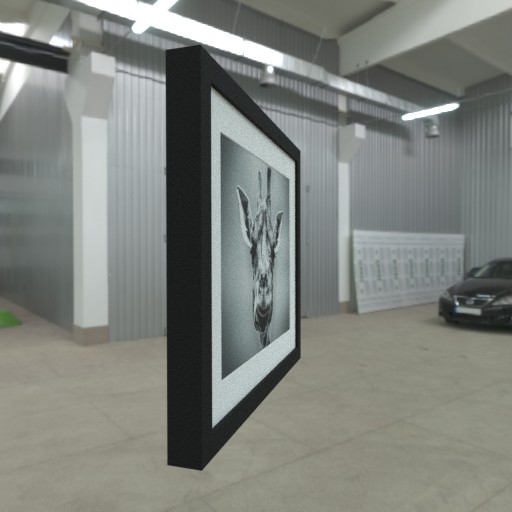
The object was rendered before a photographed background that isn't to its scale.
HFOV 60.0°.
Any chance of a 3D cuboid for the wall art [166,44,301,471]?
[{"bbox_3d":[0.000,0.000,0.529,0.031,0.330,0.381,0,1,17],"label":"wall art"}]
